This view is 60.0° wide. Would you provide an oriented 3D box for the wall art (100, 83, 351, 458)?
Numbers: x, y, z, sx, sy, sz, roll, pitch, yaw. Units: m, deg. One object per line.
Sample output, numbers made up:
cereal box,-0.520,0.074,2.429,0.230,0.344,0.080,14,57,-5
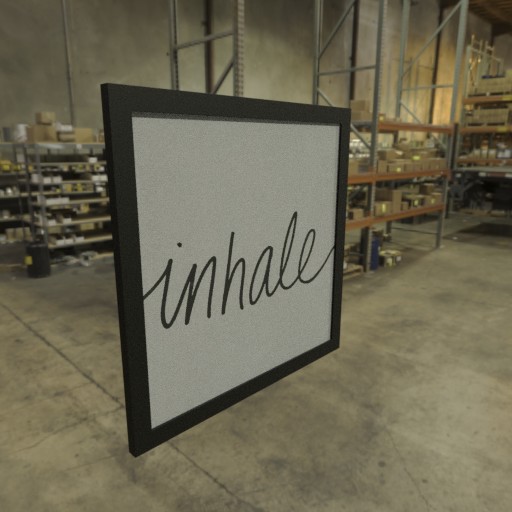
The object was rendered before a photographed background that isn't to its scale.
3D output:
wall art,0.000,0.000,0.530,0.356,0.356,0.013,-14,19,-43
